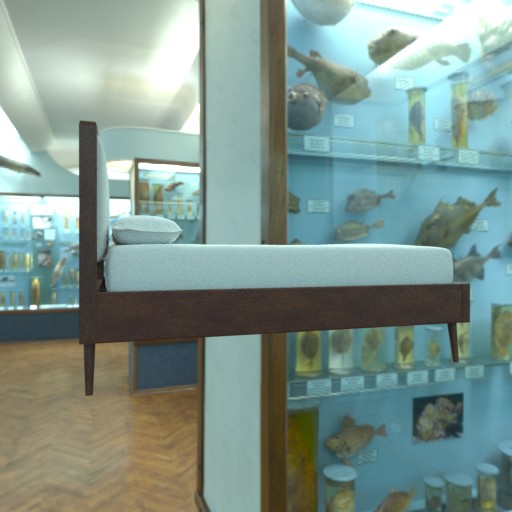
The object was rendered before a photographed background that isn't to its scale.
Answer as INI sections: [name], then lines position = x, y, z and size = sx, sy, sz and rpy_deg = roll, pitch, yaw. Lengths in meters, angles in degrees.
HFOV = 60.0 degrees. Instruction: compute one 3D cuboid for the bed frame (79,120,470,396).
[bed frame]
position = 0.000, 0.000, 3.069
size = 2.171, 1.279, 1.587
rpy_deg = 0, 0, -18
